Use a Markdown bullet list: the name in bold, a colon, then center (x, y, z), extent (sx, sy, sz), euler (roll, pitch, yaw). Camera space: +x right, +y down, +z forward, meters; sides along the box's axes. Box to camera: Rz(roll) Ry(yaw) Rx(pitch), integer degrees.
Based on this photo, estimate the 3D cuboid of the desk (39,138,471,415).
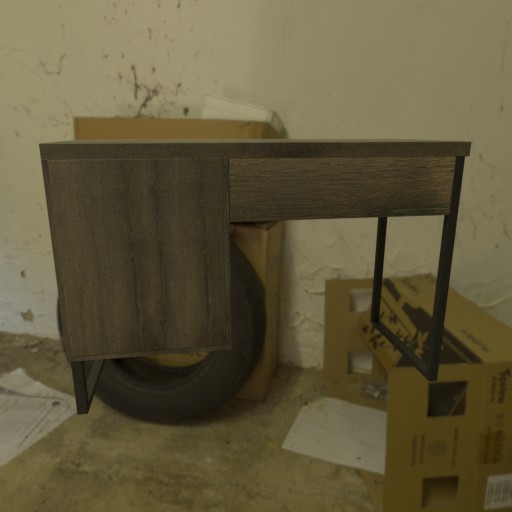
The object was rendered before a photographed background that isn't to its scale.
- **desk**: center (0.000, 0.000, 1.489), extent (1.134, 0.752, 0.511), euler (-3, 16, -9)
